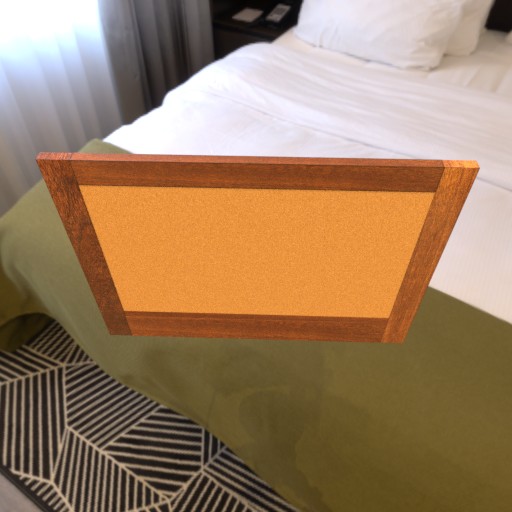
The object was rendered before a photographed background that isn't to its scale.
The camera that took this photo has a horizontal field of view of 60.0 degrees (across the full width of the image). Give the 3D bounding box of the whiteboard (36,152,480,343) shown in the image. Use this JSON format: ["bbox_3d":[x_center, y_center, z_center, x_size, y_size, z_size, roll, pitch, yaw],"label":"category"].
[{"bbox_3d":[0.000,0.000,1.010,0.783,0.559,0.083,1,47,1],"label":"whiteboard"}]
